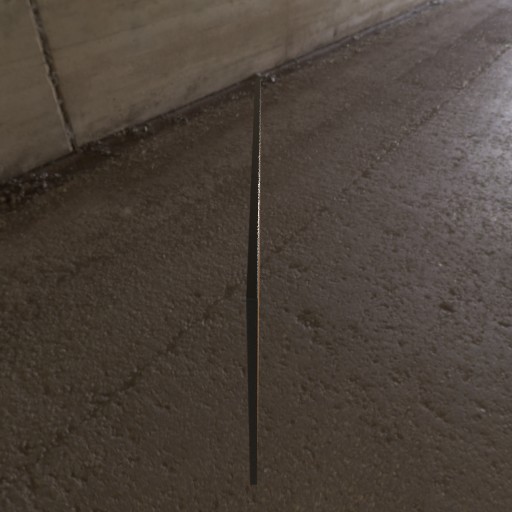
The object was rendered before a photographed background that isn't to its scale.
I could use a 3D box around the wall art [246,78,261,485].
[{"bbox_3d":[0.000,0.000,1.053,0.015,0.552,0.819,0,40,1],"label":"wall art"}]
